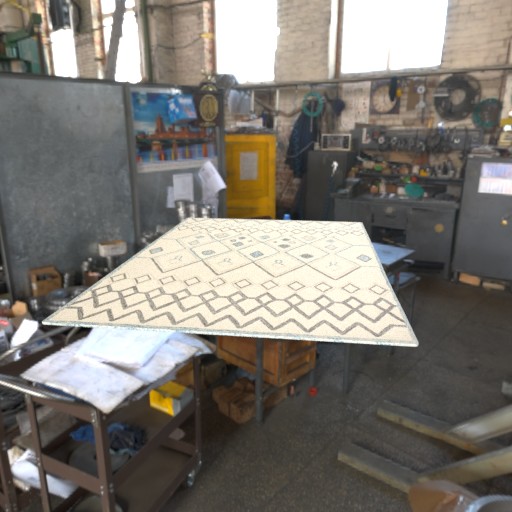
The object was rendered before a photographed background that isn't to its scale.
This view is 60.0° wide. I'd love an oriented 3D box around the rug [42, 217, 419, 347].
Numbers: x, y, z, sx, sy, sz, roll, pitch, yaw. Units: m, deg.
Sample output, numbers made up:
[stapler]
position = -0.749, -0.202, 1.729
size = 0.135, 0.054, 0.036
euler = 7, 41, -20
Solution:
[rug]
position = 0.000, 0.000, 2.316
size = 1.260, 0.009, 1.820
euler = 2, 17, 7
